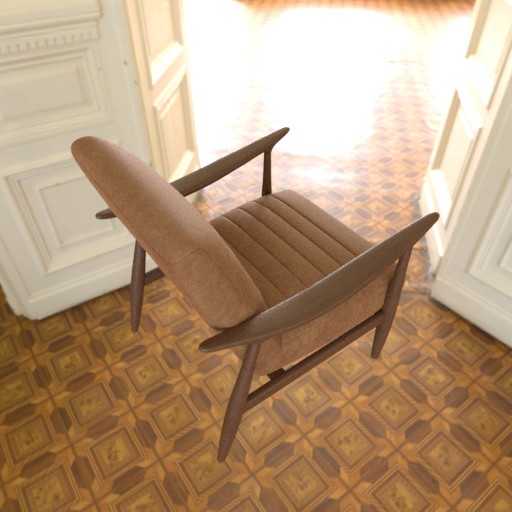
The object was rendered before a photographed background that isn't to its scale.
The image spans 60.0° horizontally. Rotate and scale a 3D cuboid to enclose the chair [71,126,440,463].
[{"bbox_3d":[0.000,0.000,1.404,0.798,0.832,0.741,-26,48,-26],"label":"chair"}]
